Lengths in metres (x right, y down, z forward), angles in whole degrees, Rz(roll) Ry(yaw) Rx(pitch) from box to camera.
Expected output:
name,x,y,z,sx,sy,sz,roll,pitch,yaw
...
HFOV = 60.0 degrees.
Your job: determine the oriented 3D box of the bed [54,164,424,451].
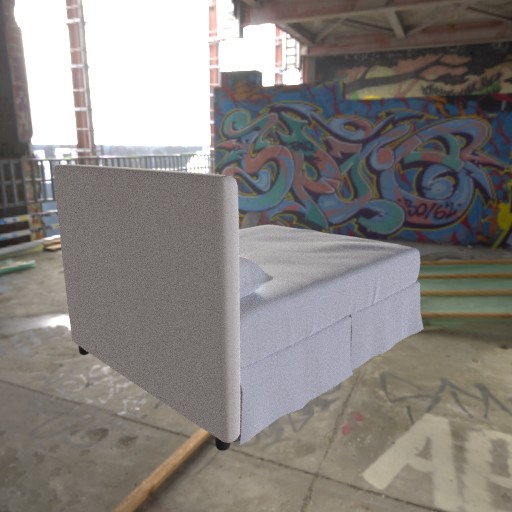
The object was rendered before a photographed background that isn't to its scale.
name,x,y,z,sx,sy,sz,roll,pitch,yaw
bed,0.000,0.000,3.213,1.713,1.330,2.142,13,19,42
